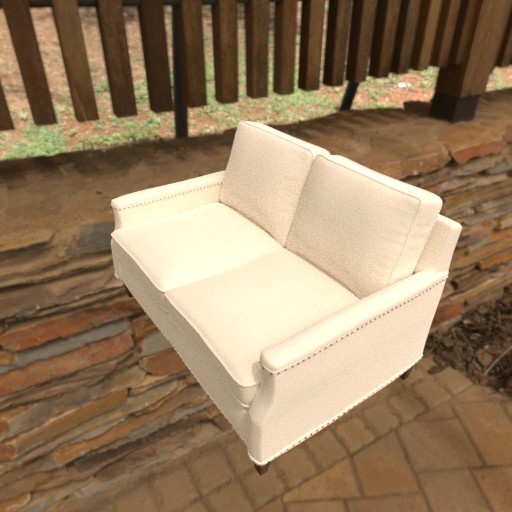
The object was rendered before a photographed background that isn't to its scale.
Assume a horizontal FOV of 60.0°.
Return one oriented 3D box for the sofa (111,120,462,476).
[{"bbox_3d":[0.000,0.000,2.299,1.084,1.003,1.597,-21,38,-29],"label":"sofa"}]
